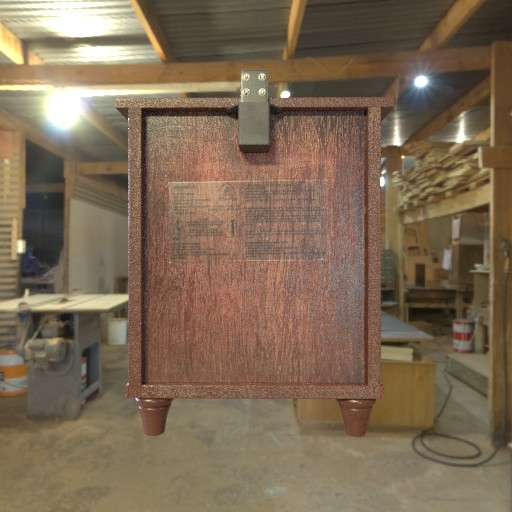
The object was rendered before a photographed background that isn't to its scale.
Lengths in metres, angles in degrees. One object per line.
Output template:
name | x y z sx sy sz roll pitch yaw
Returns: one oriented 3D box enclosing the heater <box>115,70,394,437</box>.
heater | 0.000 0.000 0.753 0.362 0.481 0.400 0 0 1
